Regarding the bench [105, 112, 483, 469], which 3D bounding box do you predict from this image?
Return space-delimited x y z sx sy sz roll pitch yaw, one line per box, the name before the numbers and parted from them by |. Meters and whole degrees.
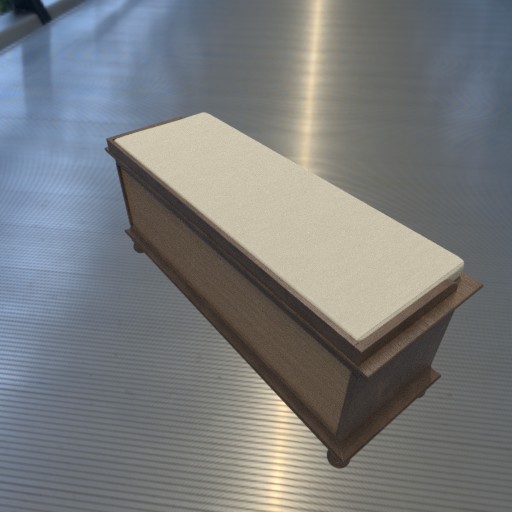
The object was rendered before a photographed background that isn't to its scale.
bench | 0.000 0.000 1.411 0.402 0.501 1.185 -27 48 -28
